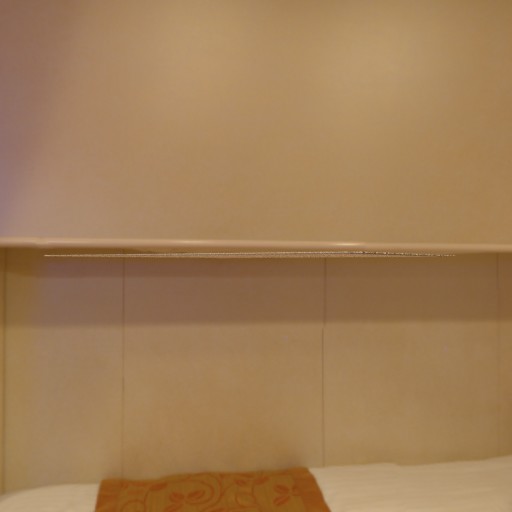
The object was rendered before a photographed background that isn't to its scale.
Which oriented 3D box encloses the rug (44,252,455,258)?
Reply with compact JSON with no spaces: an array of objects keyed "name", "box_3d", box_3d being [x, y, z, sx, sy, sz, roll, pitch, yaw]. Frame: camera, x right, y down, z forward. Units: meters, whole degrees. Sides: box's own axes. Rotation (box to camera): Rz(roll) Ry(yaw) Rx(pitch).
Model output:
[{"name":"rug","box_3d":[0.000,0.000,4.167,3.043,0.013,2.444,0,-1,35]}]
